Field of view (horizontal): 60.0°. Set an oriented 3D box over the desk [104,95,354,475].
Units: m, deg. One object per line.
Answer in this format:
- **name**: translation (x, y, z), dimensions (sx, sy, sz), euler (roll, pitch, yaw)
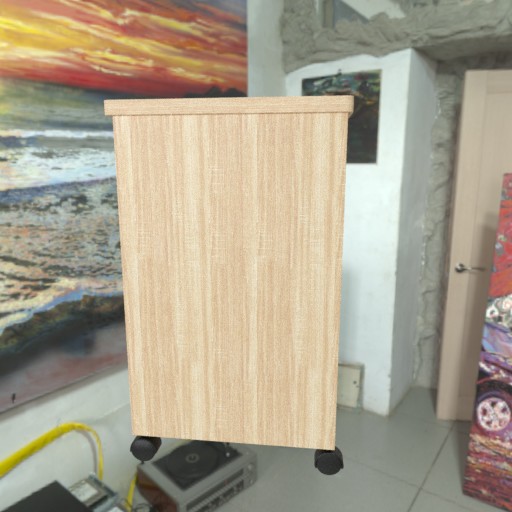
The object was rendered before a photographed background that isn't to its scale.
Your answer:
- **desk**: translation (0.000, 0.000, 1.316), dimensions (0.480, 0.770, 0.884), euler (1, 12, 7)
